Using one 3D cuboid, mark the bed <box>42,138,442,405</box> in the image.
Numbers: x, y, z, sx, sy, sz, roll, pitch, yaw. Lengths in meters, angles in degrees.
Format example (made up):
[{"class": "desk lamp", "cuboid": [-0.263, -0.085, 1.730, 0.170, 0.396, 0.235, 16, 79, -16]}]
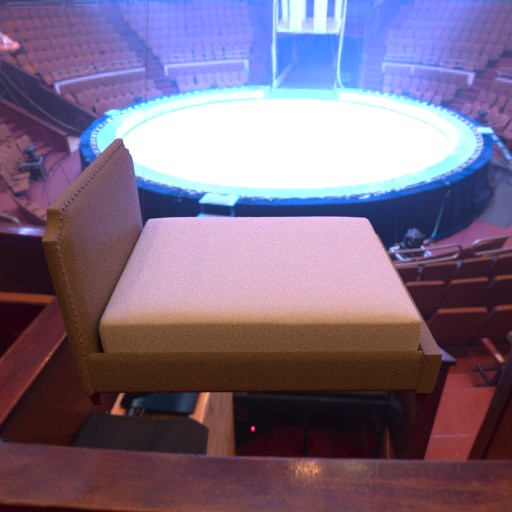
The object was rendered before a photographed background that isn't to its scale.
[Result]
[{"class": "bed", "cuboid": [0.000, 0.000, 3.401, 2.372, 1.443, 1.713, 0, 30, 0]}]
